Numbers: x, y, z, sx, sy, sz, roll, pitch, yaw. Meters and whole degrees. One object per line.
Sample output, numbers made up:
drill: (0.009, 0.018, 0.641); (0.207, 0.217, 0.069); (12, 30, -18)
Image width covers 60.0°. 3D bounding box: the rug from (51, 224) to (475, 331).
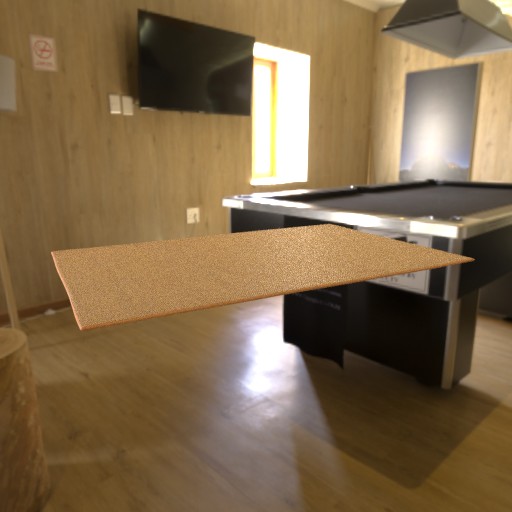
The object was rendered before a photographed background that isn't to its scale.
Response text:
rug: (0.000, 0.000, 2.068); (1.678, 0.013, 1.078); (-7, 16, -27)
